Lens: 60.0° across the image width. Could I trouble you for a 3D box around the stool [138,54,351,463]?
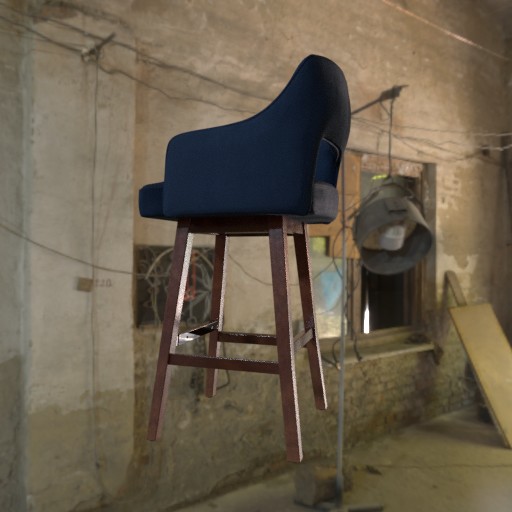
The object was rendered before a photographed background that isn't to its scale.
[{"bbox_3d":[0.000,0.000,1.364,0.560,1.041,0.550,0,1,18],"label":"stool"}]
